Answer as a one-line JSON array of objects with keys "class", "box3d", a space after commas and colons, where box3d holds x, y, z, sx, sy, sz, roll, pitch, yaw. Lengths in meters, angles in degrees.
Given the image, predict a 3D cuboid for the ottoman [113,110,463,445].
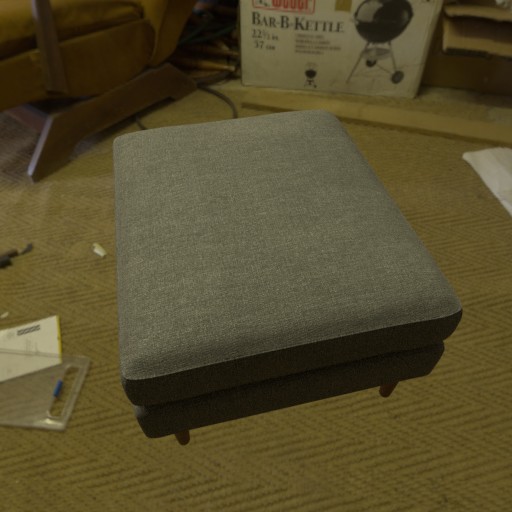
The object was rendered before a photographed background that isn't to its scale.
[{"class": "ottoman", "box3d": [0.000, 0.000, 1.223, 0.693, 0.474, 0.821, -10, 48, -9]}]
